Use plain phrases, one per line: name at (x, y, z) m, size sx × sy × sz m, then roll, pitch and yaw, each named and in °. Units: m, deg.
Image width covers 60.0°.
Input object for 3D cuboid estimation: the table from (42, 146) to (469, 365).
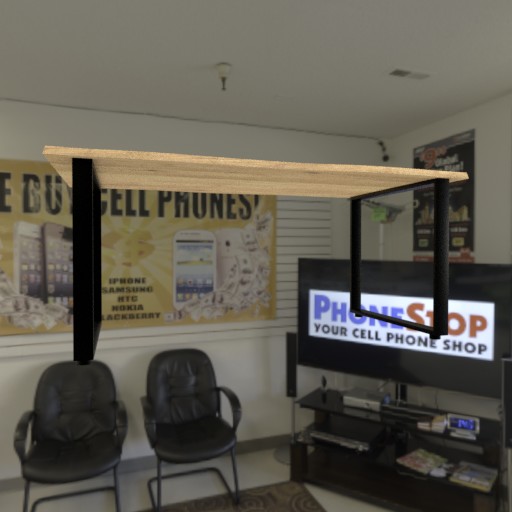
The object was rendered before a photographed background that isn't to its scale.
table at (0.000, 0.000, 2.211) m, size 1.800 × 0.780 × 0.900 m, roll 0°, pitch 1°, yaw -17°
